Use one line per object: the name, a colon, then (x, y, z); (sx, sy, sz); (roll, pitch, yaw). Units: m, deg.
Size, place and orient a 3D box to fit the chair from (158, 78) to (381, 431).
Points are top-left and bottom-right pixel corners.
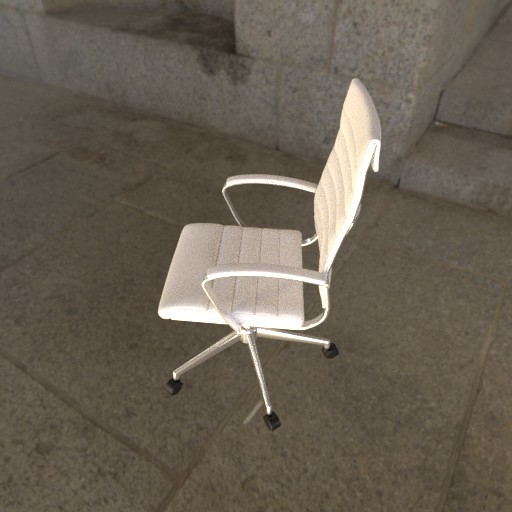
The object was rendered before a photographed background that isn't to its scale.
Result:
chair: (0.000, 0.000, 1.633); (0.739, 1.149, 0.766); (2, 41, 3)
